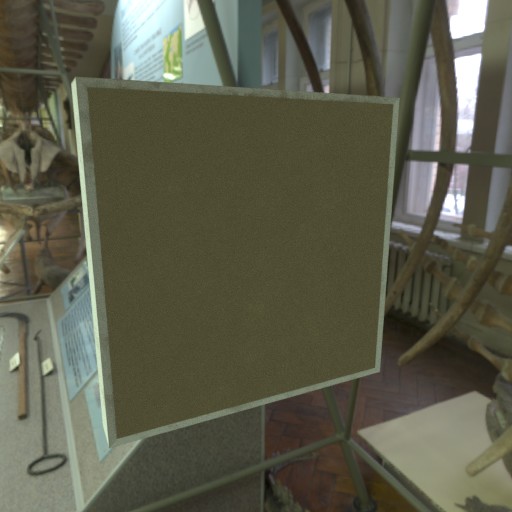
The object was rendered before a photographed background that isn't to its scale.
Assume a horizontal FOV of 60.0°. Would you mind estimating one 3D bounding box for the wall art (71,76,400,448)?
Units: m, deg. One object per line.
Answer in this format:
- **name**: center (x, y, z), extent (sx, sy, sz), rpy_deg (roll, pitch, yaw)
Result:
- **wall art**: center (0.000, 0.000, 0.433), extent (0.305, 0.303, 0.038), rpy_deg (-7, 15, -26)
